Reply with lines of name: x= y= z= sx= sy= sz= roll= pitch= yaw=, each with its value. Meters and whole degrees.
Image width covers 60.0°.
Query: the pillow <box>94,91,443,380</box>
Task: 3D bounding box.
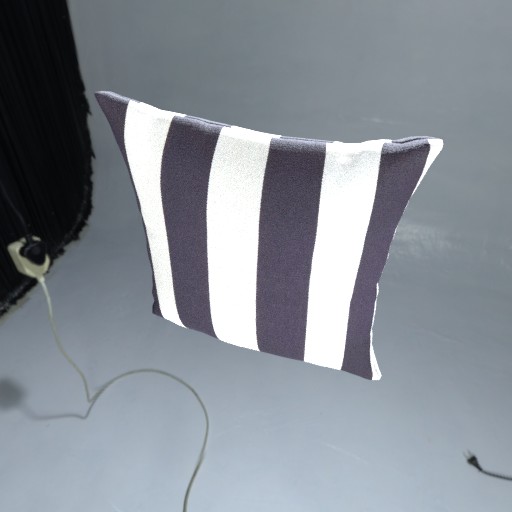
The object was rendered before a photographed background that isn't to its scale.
pillow: x=0.000 y=0.000 z=0.794 sx=0.536 sy=0.526 sz=0.189 roll=12 pitch=43 yaw=14
